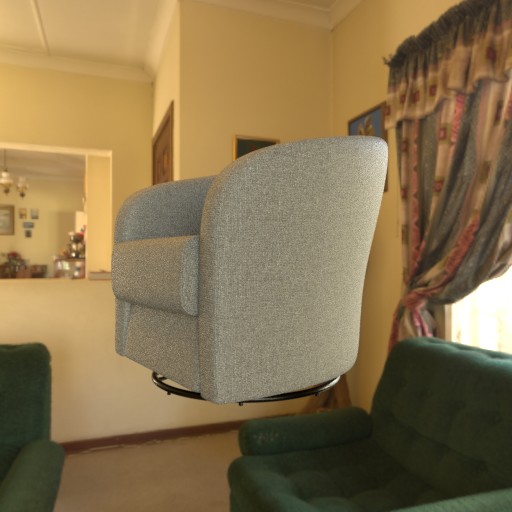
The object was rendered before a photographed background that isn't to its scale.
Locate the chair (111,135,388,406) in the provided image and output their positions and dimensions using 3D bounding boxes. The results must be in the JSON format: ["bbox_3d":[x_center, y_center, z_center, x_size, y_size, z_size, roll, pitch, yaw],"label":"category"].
[{"bbox_3d":[0.000,0.000,1.452,0.815,0.771,0.791,0,0,-36],"label":"chair"}]
